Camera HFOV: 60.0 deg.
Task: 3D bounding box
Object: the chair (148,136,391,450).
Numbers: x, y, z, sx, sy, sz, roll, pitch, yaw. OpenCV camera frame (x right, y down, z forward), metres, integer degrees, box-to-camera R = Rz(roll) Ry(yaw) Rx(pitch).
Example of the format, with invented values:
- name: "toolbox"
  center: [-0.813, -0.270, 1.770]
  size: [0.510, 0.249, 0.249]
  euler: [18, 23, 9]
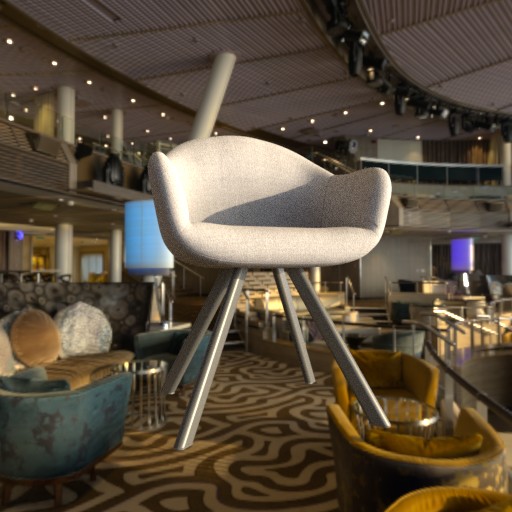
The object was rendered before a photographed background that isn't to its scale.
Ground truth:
- name: "chair"
  center: [0.000, 0.000, 1.222]
  size: [0.590, 0.795, 0.550]
  euler: [1, -2, -16]
